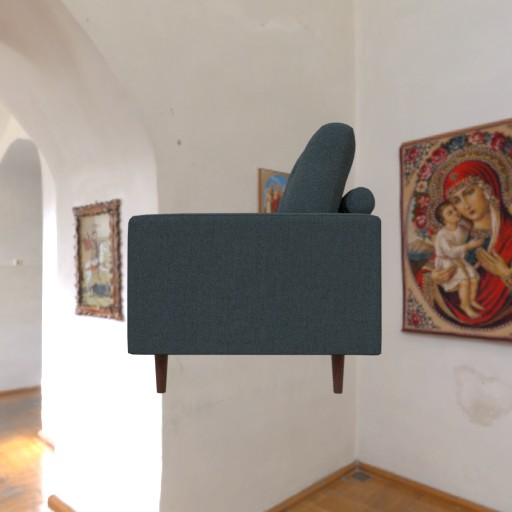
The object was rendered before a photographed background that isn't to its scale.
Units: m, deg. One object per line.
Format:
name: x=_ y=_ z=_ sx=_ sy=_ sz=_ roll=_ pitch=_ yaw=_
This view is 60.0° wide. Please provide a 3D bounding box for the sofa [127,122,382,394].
sofa: x=0.000 y=0.000 z=2.548 sx=0.966 sy=1.050 sz=2.010 roll=0 pitch=0 yaw=0
